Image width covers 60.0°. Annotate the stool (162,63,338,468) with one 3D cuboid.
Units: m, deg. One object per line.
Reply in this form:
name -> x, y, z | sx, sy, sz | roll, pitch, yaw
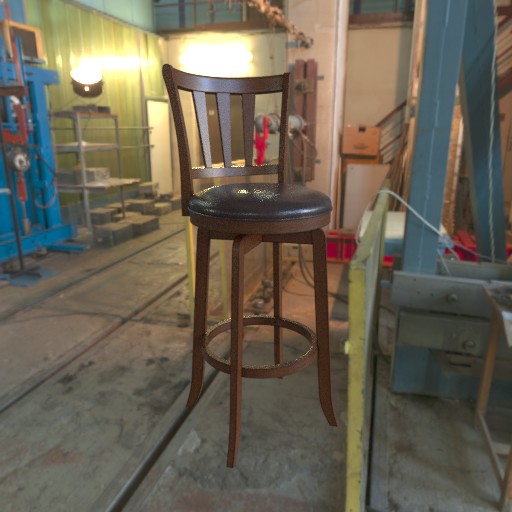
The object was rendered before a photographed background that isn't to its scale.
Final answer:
stool -> 0.000, 0.000, 1.458 | 0.464, 1.177, 0.503 | -9, 18, -28
